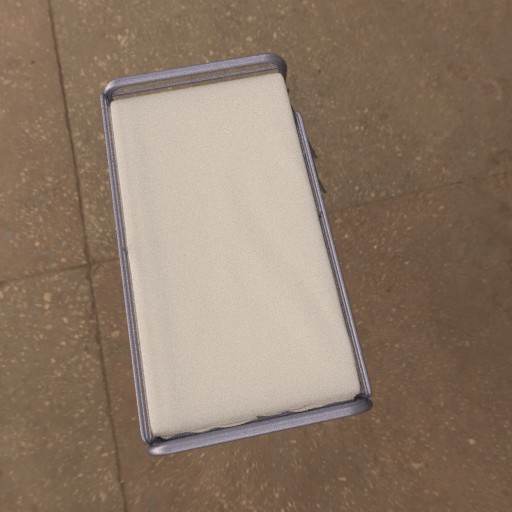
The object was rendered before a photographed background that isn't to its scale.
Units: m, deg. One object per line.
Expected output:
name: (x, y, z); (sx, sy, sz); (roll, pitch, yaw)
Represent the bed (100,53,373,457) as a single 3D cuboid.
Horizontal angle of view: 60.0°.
bed: (0.000, 0.000, 2.831); (1.415, 1.288, 1.965); (-11, 75, -3)
